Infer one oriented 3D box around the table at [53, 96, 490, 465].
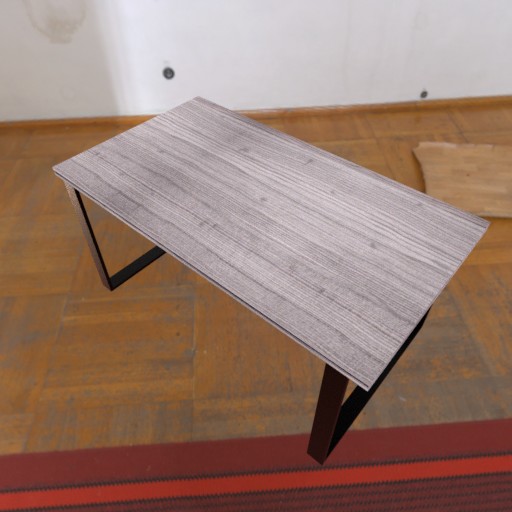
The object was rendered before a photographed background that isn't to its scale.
[{"bbox_3d":[0.000,0.000,2.063,1.579,0.736,0.881,32,53,27],"label":"table"}]
